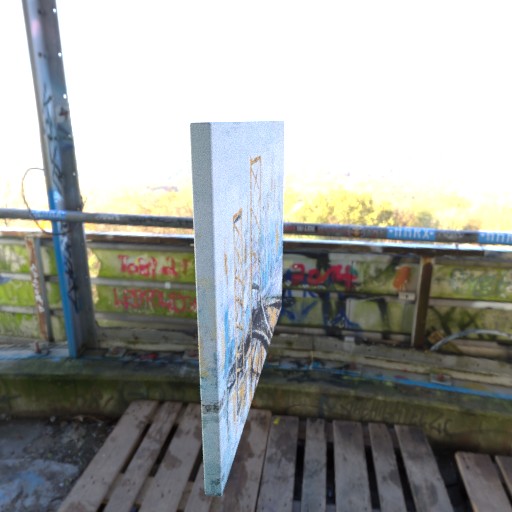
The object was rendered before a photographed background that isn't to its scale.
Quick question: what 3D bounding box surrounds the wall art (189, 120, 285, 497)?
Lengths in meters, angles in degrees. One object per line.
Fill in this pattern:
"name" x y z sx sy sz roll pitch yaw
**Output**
"wall art" 0.000 0.000 1.307 0.038 0.762 1.016 3 17 10
